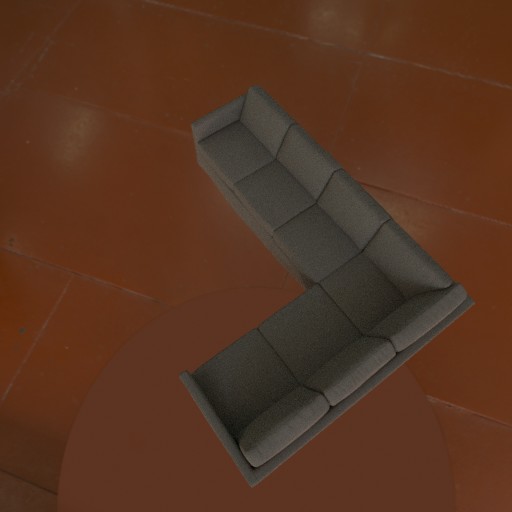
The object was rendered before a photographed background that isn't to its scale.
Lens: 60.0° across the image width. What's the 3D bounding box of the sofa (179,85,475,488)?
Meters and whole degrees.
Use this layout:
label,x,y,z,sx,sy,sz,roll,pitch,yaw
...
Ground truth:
label,x,y,z,sx,sy,sz,roll,pitch,yaw
sofa,0.000,0.000,4.301,2.432,0.871,3.182,-33,69,-15
